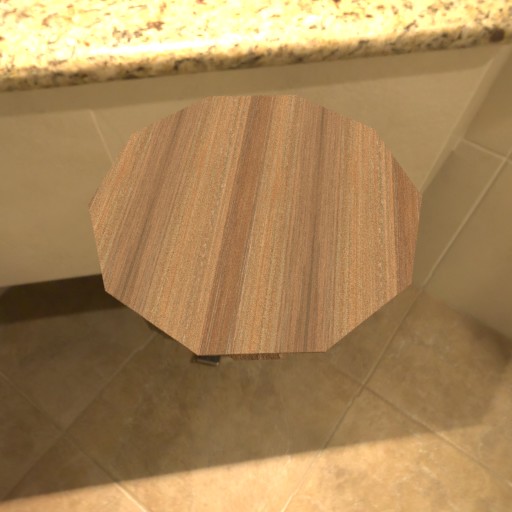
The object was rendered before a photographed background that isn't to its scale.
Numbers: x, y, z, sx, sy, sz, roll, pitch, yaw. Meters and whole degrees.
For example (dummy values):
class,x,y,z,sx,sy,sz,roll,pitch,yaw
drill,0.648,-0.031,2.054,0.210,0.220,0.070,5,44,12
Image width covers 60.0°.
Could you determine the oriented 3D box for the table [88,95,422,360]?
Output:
class,x,y,z,sx,sy,sz,roll,pitch,yaw
table,0.000,0.000,1.893,1.186,0.752,1.186,0,58,0
